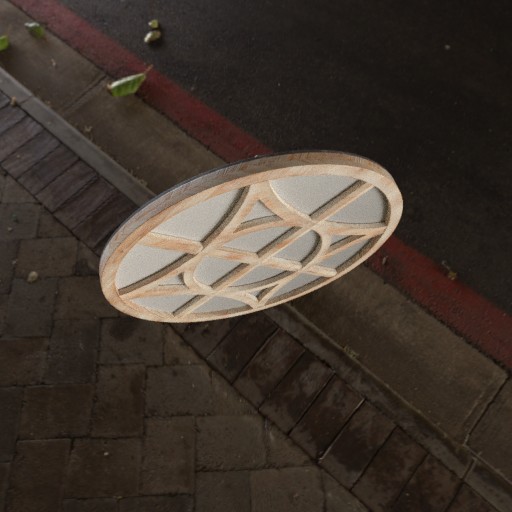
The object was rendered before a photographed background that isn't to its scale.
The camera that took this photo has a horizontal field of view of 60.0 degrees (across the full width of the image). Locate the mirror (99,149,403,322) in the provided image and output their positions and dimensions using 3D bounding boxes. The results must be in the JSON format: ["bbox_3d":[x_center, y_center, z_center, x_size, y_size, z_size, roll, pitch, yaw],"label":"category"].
[{"bbox_3d":[0.000,0.000,1.062,0.710,0.710,0.038,-14,65,-7],"label":"mirror"}]
